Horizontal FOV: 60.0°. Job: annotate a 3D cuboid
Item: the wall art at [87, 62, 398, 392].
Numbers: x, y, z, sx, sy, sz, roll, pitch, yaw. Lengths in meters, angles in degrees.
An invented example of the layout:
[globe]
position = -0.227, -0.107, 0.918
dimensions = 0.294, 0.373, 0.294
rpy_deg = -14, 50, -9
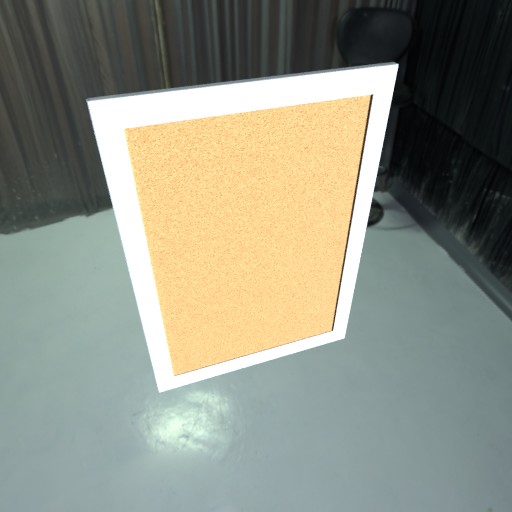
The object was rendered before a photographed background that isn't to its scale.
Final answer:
[wall art]
position = 0.000, 0.000, 0.679
dimensions = 0.374, 0.529, 0.012
rpy_deg = -13, 42, -15
